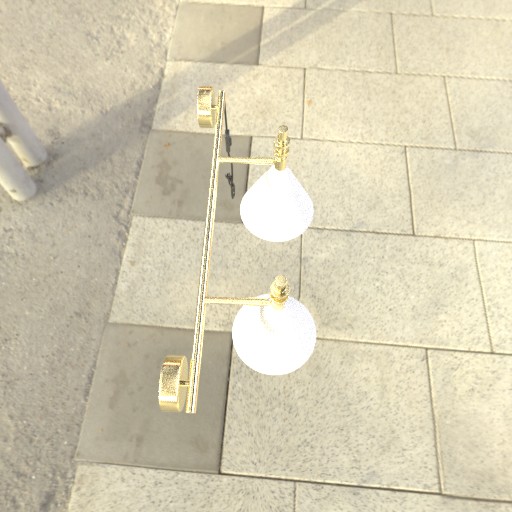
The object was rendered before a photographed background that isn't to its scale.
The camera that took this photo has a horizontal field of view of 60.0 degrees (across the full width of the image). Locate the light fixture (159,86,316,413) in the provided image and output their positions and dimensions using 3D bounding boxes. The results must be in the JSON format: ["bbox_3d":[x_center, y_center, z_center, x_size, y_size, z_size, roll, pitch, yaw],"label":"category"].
[{"bbox_3d":[0.000,0.000,0.890,0.239,0.468,0.642,2,64,1],"label":"light fixture"}]
